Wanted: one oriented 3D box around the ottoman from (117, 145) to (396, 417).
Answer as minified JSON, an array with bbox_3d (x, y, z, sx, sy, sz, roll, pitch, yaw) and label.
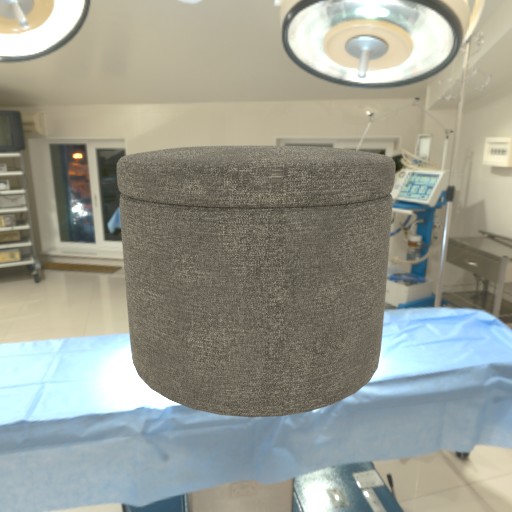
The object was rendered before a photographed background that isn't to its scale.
[{"bbox_3d":[0.000,0.000,0.873,0.500,0.419,0.500,0,15,0],"label":"ottoman"}]
